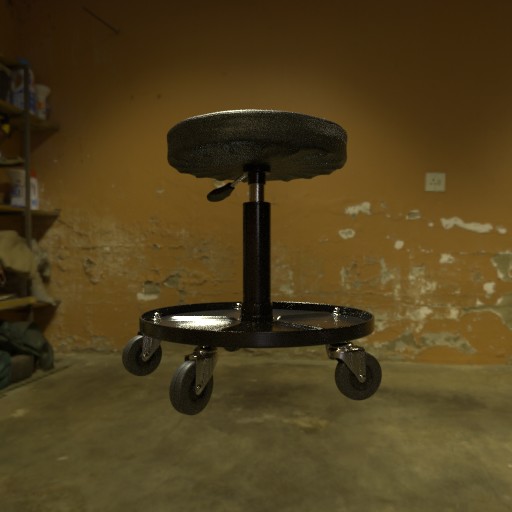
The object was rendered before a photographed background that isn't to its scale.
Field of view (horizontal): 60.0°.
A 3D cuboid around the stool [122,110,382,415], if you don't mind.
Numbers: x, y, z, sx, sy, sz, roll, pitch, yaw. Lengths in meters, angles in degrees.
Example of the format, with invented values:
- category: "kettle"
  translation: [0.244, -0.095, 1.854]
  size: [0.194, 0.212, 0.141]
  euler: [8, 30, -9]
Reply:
- category: "stool"
  translation: [0.000, 0.000, 0.685]
  size: [0.381, 0.365, 0.382]
  euler: [0, 0, -35]
